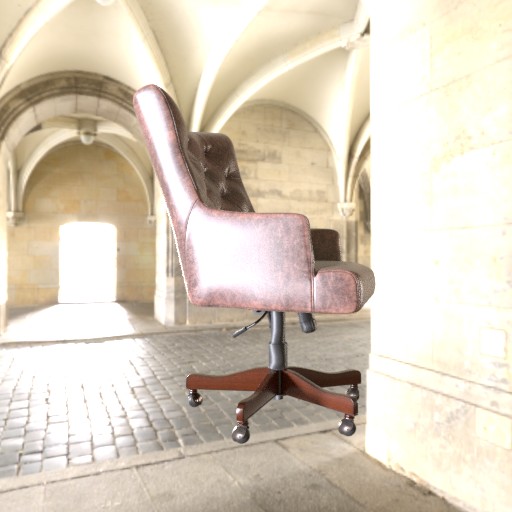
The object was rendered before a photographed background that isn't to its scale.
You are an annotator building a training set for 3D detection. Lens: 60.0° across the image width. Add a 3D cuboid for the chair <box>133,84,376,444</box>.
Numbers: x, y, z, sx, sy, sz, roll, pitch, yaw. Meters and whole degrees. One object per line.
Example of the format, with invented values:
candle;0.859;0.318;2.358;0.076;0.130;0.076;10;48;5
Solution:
chair;0.000;0.000;1.516;0.762;1.035;0.641;0;-1;18
